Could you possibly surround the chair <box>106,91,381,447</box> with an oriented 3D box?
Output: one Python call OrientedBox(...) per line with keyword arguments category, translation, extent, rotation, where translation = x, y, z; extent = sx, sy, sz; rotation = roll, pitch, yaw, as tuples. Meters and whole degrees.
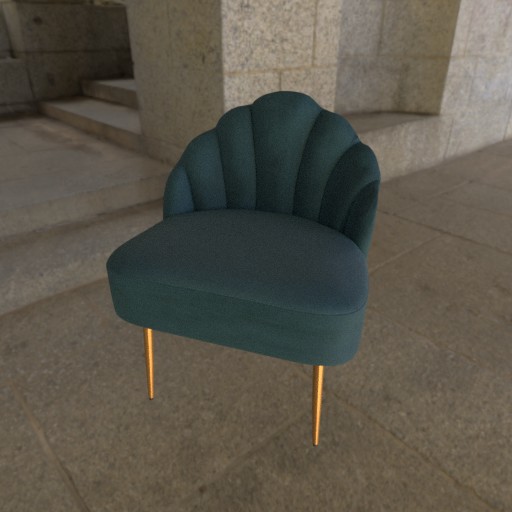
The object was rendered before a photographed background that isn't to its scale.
OrientedBox(category="chair", translation=(0.000, 0.000, 1.260), extent=(0.657, 0.819, 0.599), rotation=(9, 29, 17))
